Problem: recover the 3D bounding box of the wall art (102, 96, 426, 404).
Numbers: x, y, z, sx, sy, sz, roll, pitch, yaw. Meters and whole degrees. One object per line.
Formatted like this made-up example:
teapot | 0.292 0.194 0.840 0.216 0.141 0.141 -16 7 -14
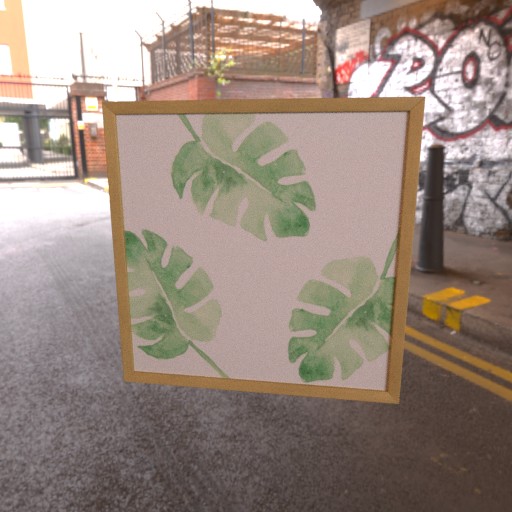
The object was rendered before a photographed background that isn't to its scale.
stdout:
wall art | 0.000 0.000 1.143 0.763 0.763 0.037 2 14 8
